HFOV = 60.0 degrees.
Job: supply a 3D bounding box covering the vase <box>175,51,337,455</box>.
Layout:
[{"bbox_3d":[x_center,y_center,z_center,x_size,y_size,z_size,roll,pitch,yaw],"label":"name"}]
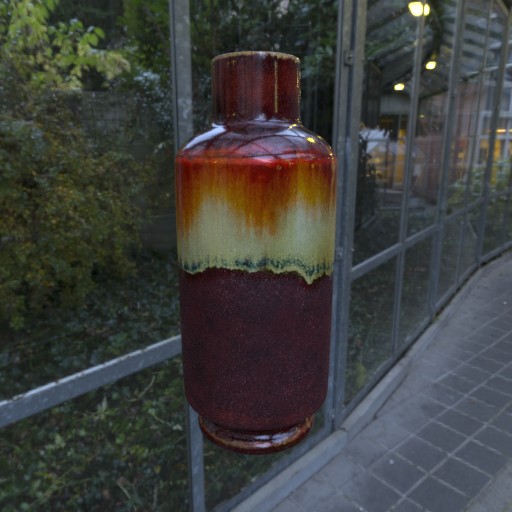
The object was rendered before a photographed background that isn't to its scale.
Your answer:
[{"bbox_3d":[0.000,0.000,0.318,0.111,0.261,0.111,0,13,0],"label":"vase"}]
